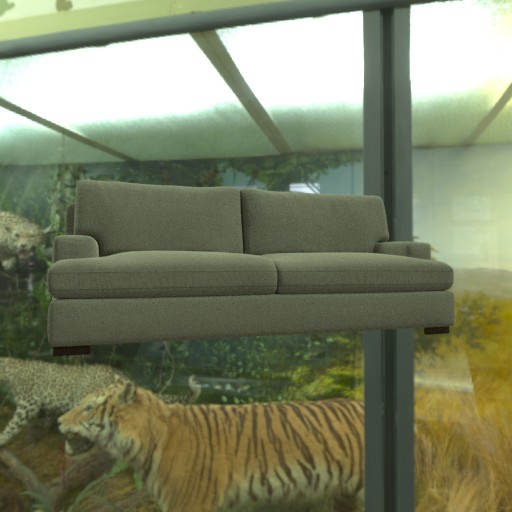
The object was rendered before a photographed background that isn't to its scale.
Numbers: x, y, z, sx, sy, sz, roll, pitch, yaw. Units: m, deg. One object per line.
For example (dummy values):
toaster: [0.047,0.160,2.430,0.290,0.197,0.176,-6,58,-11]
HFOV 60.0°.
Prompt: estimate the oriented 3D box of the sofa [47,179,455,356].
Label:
sofa: [0.000,0.000,2.835,2.354,0.980,0.962,0,-1,-18]
